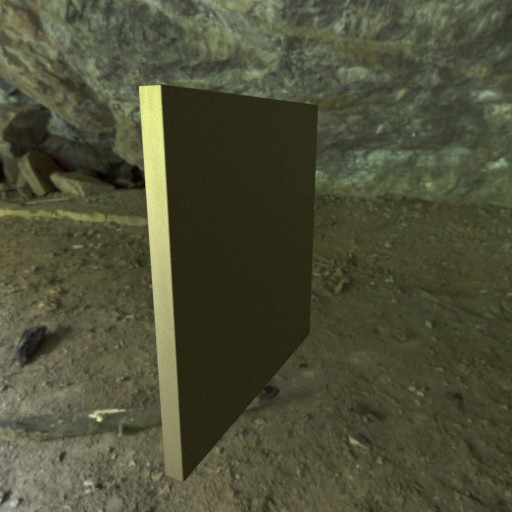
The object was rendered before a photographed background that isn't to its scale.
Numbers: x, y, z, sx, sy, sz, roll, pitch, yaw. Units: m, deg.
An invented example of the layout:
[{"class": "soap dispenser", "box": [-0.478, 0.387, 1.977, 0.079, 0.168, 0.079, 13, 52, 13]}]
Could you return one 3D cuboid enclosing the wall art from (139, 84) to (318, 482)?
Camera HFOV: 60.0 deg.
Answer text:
[{"class": "wall art", "box": [0.000, 0.000, 0.753, 0.031, 0.506, 0.503, 8, 18, 25]}]
